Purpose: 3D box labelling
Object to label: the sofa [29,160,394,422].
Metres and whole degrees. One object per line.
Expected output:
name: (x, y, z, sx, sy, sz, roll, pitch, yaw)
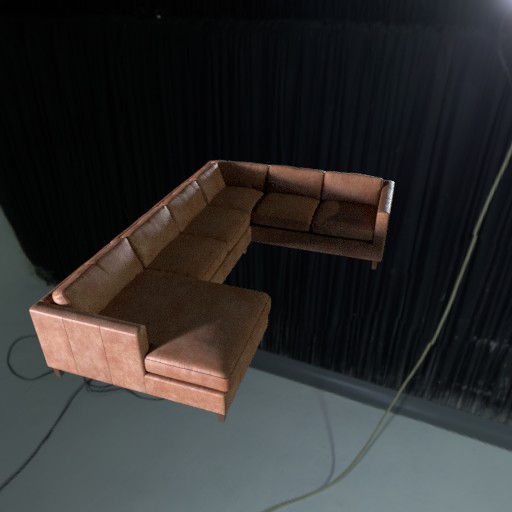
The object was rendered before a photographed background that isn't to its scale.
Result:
sofa: (0.000, 0.000, 4.465, 2.430, 0.832, 3.401, 10, 33, 15)
